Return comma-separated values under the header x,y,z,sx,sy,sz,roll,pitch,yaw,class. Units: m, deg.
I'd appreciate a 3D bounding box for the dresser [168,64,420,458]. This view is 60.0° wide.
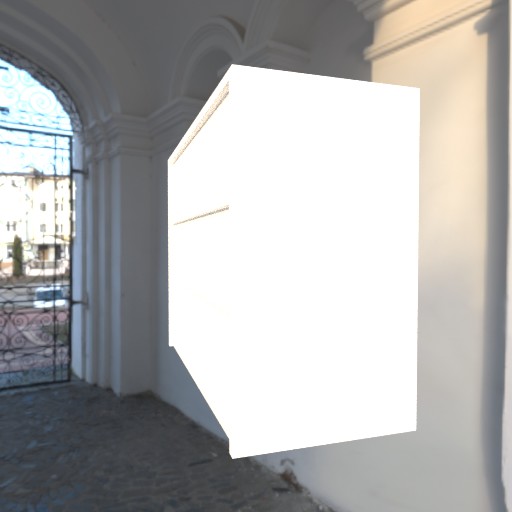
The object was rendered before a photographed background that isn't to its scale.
x,y,z,sx,sy,sz,roll,pitch,yaw,class
0.000,0.000,1.515,0.460,0.820,1.100,-1,2,-18,dresser
